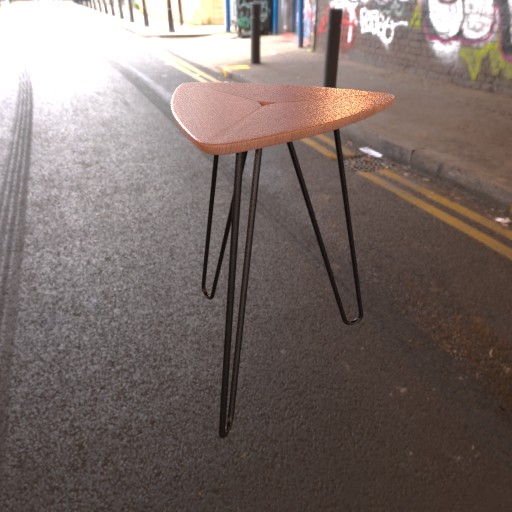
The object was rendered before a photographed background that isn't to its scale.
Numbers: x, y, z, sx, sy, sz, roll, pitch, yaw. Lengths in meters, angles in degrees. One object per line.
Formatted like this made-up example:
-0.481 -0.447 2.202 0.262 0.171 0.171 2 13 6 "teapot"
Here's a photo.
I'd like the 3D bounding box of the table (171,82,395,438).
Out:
0.000 0.000 0.875 0.442 0.564 0.455 9 32 14 "table"
